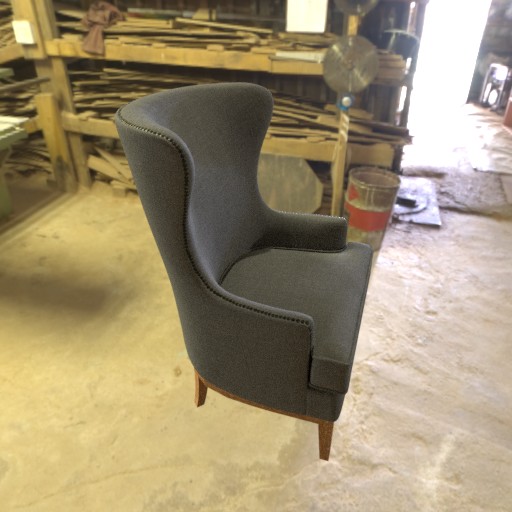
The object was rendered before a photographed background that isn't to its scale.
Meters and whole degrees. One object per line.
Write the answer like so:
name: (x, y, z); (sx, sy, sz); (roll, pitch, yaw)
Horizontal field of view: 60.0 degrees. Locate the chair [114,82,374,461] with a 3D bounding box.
chair: (0.000, 0.000, 1.770); (0.883, 1.176, 0.864); (9, 32, 16)
